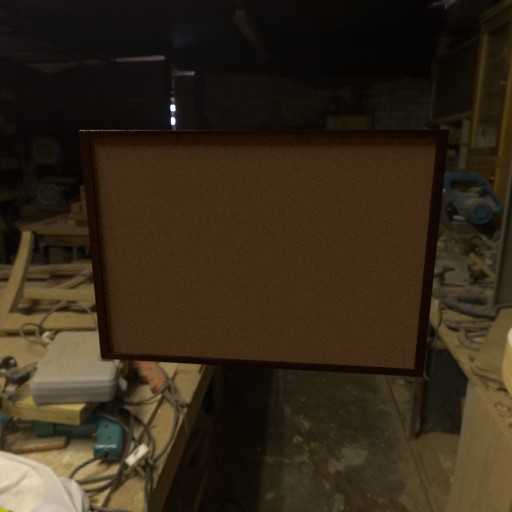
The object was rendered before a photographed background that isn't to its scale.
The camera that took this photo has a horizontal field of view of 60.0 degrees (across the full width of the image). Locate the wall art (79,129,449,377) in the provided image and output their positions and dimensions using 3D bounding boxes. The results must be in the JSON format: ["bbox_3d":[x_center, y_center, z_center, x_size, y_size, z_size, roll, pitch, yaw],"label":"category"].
[{"bbox_3d":[0.000,0.000,0.557,0.431,0.304,0.012,2,15,6],"label":"wall art"}]
